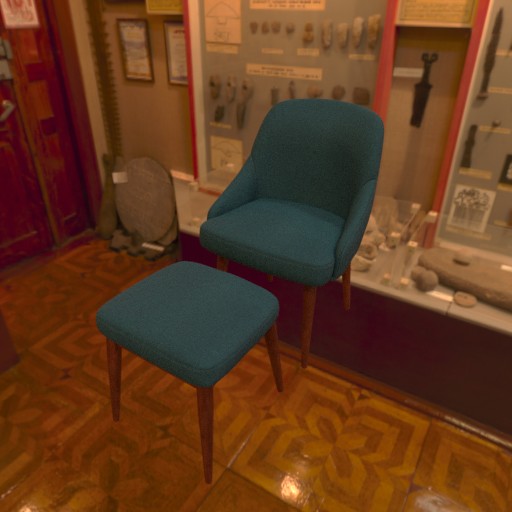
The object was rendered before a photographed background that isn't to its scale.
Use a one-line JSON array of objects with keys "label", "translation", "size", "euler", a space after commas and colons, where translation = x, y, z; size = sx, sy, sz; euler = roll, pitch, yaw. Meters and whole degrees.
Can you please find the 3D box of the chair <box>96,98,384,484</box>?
[{"label": "chair", "translation": [0.000, 0.000, 1.555], "size": [0.584, 0.866, 1.114], "euler": [19, 36, 28]}]
